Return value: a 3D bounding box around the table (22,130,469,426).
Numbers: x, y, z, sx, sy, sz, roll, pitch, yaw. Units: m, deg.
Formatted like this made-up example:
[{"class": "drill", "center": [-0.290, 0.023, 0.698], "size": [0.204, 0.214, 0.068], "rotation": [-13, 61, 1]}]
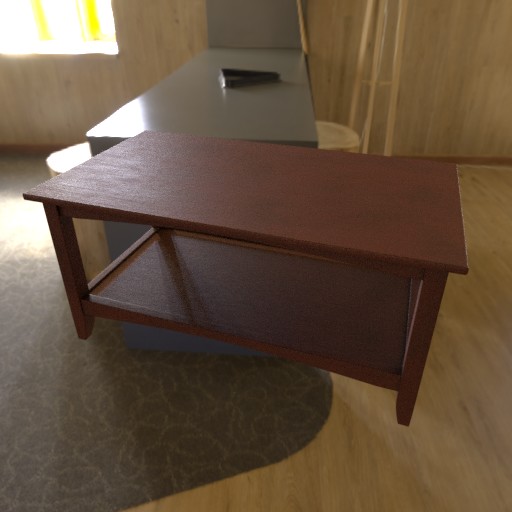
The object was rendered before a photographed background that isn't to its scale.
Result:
[{"class": "table", "center": [0.000, 0.000, 1.209], "size": [0.943, 0.456, 0.533], "rotation": [10, 33, 16]}]
